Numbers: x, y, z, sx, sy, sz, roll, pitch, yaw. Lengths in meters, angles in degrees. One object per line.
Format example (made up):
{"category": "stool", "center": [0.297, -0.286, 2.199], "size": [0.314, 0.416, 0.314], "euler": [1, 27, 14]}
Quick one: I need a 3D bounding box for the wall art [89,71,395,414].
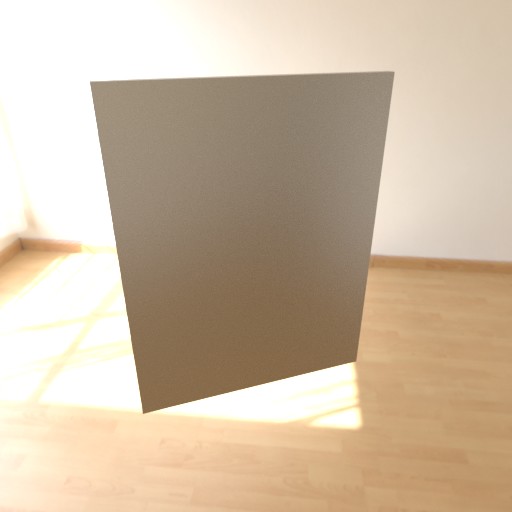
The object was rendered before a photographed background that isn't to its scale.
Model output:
{"category": "wall art", "center": [0.000, 0.000, 1.384], "size": [0.816, 1.046, 0.030], "euler": [-9, 29, -17]}
